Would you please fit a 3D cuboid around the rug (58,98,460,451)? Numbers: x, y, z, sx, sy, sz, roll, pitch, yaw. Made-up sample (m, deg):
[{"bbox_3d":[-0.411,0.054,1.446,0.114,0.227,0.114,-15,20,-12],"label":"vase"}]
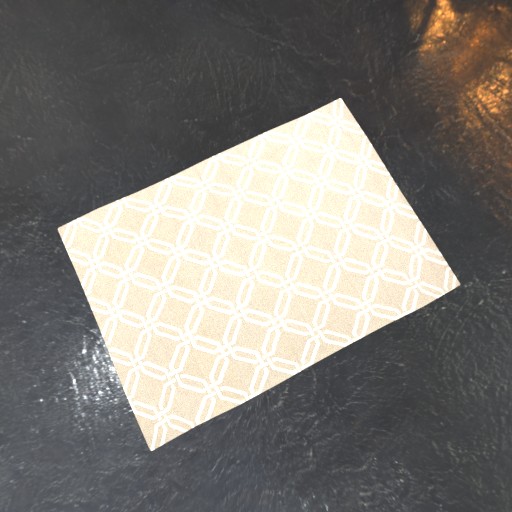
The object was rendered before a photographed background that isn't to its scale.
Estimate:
[{"bbox_3d":[0.000,0.000,2.829,2.135,0.013,1.524,-26,76,-7],"label":"rug"}]
